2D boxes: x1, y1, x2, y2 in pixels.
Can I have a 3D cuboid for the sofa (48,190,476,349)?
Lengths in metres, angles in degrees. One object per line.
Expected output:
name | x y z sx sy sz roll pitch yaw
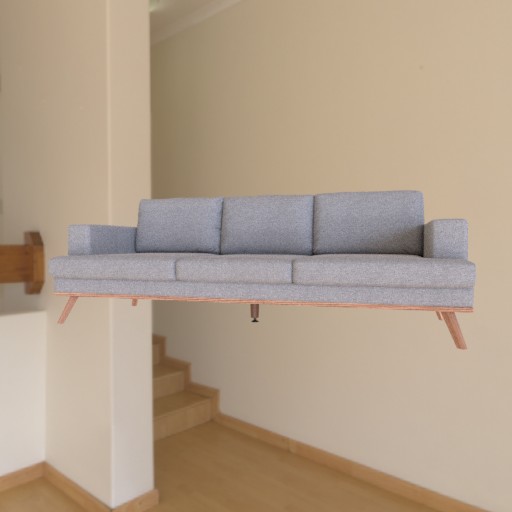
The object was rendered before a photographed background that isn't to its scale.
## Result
sofa | 0.000 0.000 2.714 2.310 0.810 0.920 0 2 17
